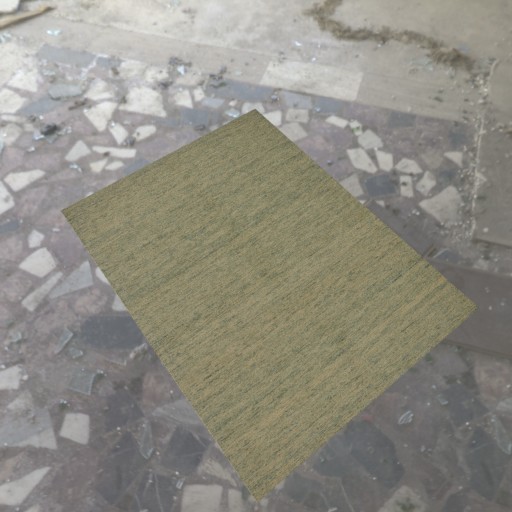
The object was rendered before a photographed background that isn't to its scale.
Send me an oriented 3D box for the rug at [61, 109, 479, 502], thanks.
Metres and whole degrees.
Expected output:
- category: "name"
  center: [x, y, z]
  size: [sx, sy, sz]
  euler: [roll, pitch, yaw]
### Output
- category: "rug"
  center: [0.000, 0.000, 4.132]
  size: [2.437, 0.014, 3.201]
  euler: [-33, 64, -18]
